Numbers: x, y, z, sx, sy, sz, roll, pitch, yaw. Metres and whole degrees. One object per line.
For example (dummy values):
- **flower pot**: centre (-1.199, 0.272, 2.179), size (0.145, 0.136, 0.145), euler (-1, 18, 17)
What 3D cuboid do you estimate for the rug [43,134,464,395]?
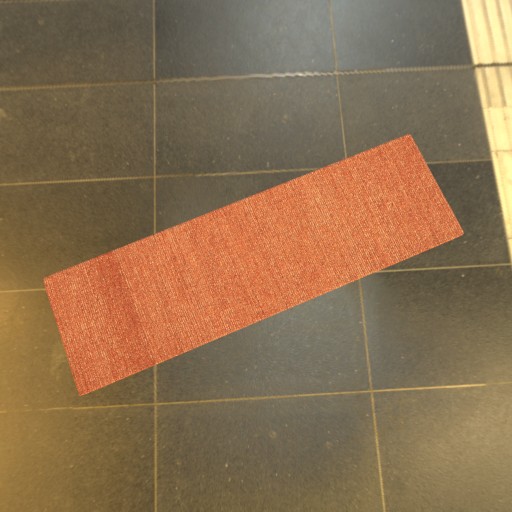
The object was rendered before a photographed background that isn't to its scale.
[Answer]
- **rug**: centre (0.000, 0.000, 2.513), size (2.307, 0.012, 0.687), euler (-22, 78, -5)
